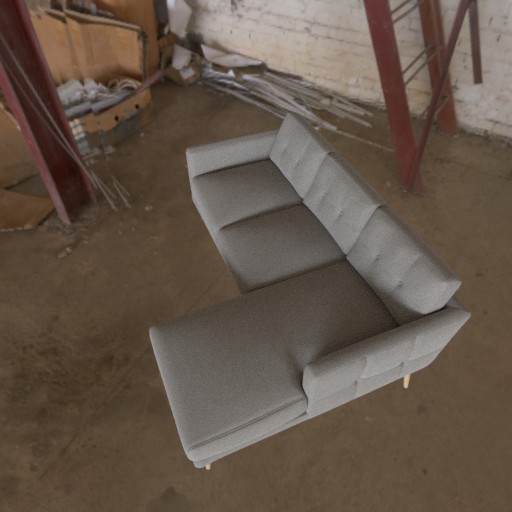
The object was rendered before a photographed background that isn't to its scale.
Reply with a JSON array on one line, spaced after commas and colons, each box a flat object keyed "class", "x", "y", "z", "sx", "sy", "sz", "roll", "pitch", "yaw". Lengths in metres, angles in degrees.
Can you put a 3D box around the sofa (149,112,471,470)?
[{"class": "sofa", "x": 0.000, "y": 0.000, "z": 2.806, "sx": 1.530, "sy": 0.860, "sz": 2.040, "roll": -17, "pitch": 49, "yaw": -16}]
